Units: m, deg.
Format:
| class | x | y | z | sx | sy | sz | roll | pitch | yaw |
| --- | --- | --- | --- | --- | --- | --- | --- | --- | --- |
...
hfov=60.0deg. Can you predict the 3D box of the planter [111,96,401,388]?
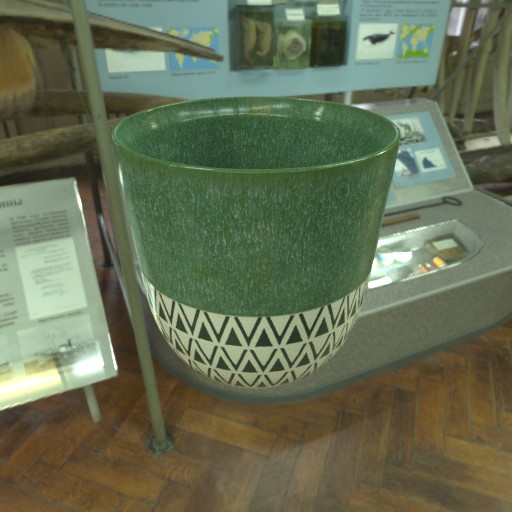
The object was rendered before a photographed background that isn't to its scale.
| class | x | y | z | sx | sy | sz | roll | pitch | yaw |
| --- | --- | --- | --- | --- | --- | --- | --- | --- | --- |
| planter | 0.000 | 0.000 | 0.363 | 0.195 | 0.214 | 0.195 | 0 | 30 | 0 |
